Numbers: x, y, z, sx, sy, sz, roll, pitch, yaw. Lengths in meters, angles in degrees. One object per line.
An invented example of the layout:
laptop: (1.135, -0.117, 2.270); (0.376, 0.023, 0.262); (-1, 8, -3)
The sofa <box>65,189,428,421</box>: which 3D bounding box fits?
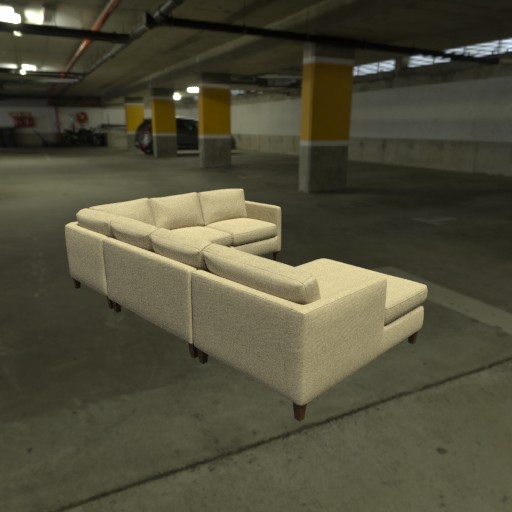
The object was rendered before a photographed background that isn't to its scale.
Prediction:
sofa: (0.000, 0.000, 4.604); (2.593, 0.959, 3.460); (-15, 22, -42)
